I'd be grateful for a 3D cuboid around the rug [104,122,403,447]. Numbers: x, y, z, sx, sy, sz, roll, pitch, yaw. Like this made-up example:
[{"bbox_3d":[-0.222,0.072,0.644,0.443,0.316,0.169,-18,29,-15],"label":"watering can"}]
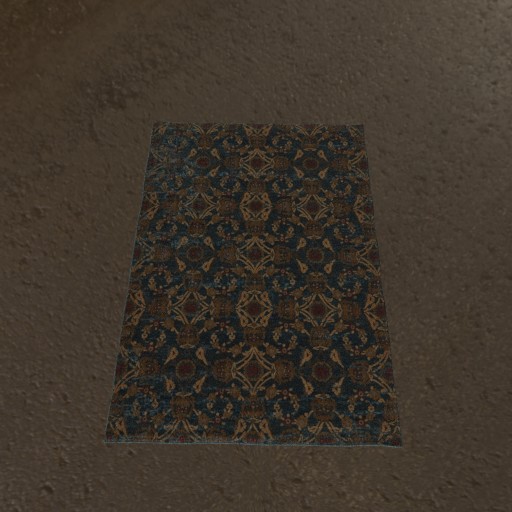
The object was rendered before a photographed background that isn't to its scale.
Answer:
[{"bbox_3d":[0.000,0.000,4.190,2.337,0.013,3.291,1,64,0],"label":"rug"}]
